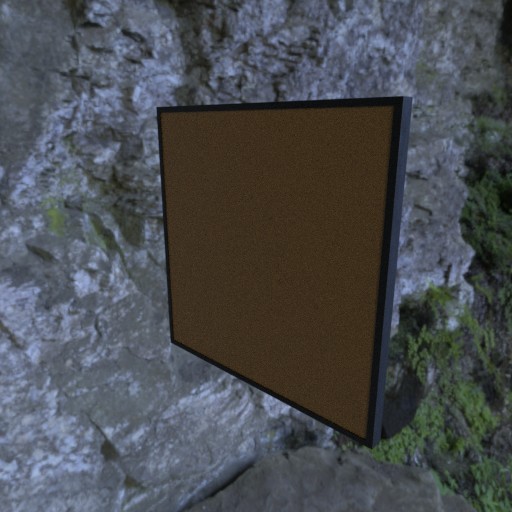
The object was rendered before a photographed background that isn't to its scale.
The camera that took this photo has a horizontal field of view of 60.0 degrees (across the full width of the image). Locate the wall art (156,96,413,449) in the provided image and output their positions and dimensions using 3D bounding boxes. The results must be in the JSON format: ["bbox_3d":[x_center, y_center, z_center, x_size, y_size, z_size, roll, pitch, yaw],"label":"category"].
[{"bbox_3d":[0.000,0.000,1.168,0.763,0.763,0.039,15,22,41],"label":"wall art"}]
